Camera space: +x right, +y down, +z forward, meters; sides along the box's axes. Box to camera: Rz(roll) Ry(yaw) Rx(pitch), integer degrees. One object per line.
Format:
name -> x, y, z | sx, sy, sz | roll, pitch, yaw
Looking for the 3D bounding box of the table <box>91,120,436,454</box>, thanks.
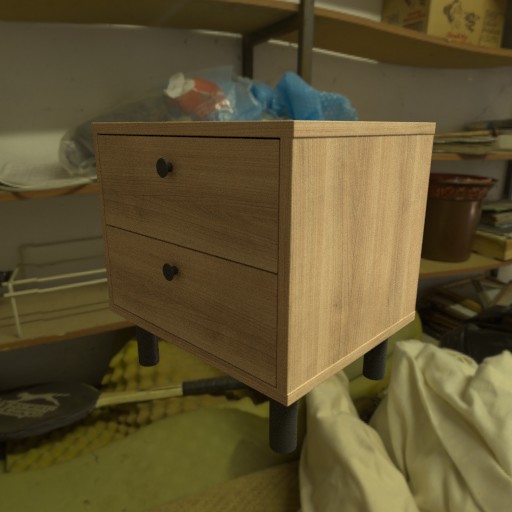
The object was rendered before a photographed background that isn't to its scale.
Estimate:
table -> 0.000, 0.000, 0.799 | 0.445, 0.460, 0.380 | 15, 22, 41
